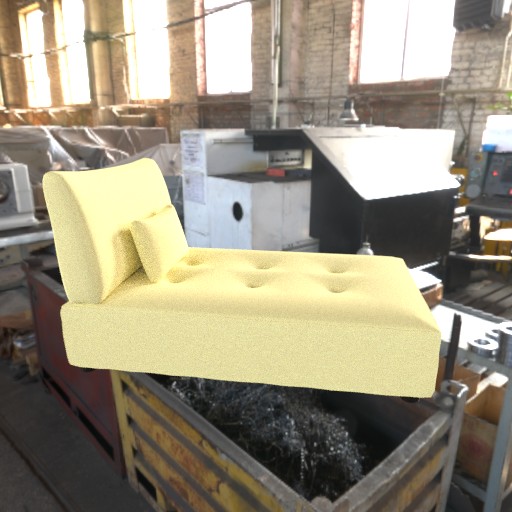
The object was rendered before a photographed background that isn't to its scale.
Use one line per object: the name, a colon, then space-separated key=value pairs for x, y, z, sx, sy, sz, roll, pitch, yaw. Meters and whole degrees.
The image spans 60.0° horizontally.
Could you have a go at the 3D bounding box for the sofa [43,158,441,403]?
sofa: x=0.000 y=0.000 z=2.021 sx=1.450 sy=0.820 sz=0.930 roll=3 pitch=17 yaw=9
